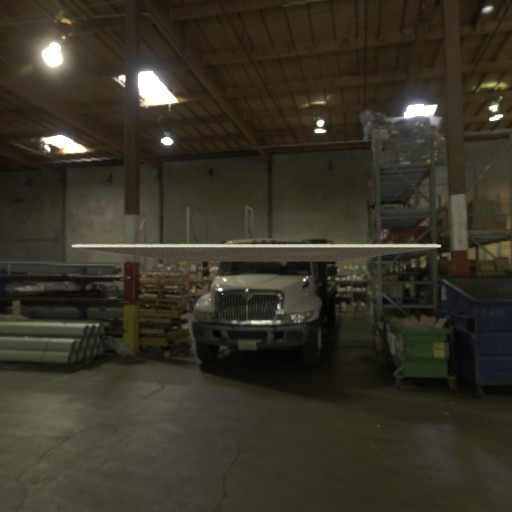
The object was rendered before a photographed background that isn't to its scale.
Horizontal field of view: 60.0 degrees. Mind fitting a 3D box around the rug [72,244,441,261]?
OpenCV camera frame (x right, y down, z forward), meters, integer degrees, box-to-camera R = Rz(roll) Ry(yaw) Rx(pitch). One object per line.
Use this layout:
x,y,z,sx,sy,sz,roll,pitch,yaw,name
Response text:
0.000,0.000,2.376,1.219,0.012,1.839,0,-2,0,rug
